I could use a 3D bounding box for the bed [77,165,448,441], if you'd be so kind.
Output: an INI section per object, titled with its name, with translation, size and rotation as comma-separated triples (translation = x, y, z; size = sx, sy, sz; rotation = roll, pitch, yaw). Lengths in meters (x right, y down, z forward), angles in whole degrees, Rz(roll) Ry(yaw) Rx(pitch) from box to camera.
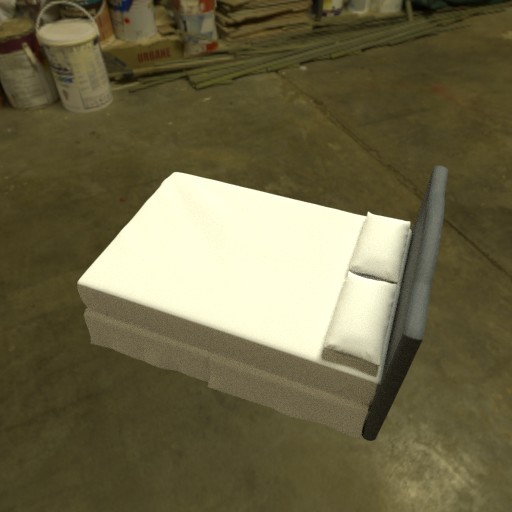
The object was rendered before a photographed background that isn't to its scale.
[bed]
translation = 0.000, 0.000, 3.603
size = 2.507, 1.441, 1.747
rotation = 16, 48, 15
